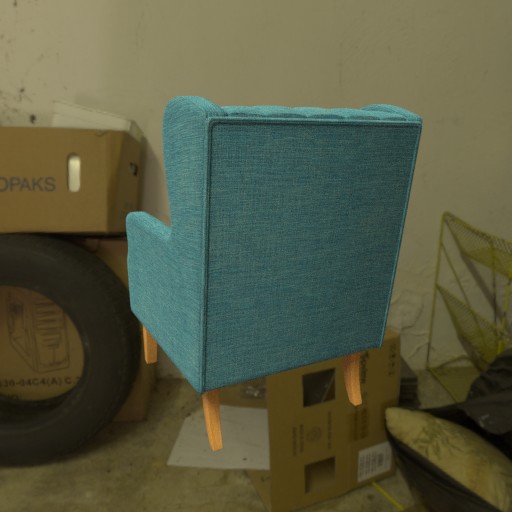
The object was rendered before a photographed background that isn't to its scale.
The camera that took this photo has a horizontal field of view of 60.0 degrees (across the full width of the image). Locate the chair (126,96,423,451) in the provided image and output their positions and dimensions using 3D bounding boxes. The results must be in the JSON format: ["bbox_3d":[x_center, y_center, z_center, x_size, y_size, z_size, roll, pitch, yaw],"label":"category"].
[{"bbox_3d":[0.000,0.000,1.483,0.711,0.952,0.775,-7,16,-25],"label":"chair"}]
